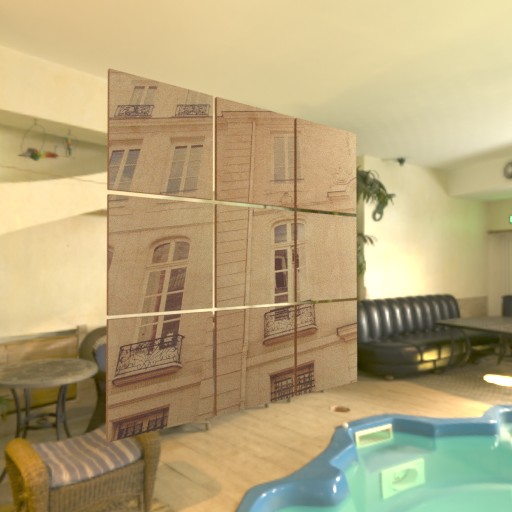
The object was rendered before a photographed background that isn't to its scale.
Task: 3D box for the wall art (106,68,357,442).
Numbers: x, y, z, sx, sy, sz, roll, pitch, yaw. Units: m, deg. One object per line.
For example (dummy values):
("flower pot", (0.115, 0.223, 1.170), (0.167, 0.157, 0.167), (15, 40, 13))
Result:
("wall art", (0.000, 0.000, 1.363), (0.915, 0.913, 0.018), (1, -1, -37))
